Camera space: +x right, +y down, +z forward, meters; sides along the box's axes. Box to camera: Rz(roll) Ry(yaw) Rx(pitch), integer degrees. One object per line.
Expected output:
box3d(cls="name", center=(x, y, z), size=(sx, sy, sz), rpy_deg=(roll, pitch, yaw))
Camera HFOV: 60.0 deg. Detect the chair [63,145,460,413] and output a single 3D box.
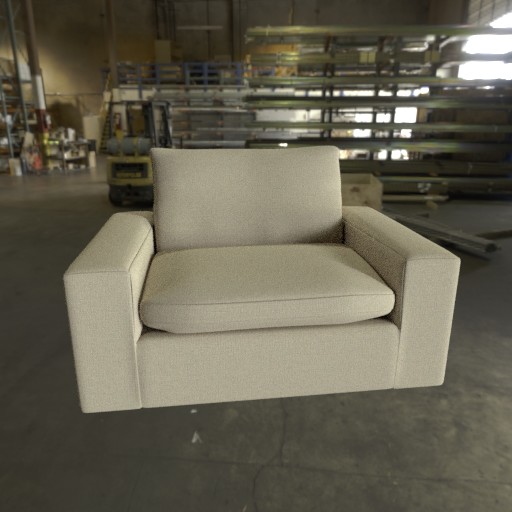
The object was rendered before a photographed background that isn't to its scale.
box3d(cls="chair", center=(0.000, 0.000, 1.983), size=(1.398, 0.915, 1.039), rpy_deg=(-2, 17, -7))
